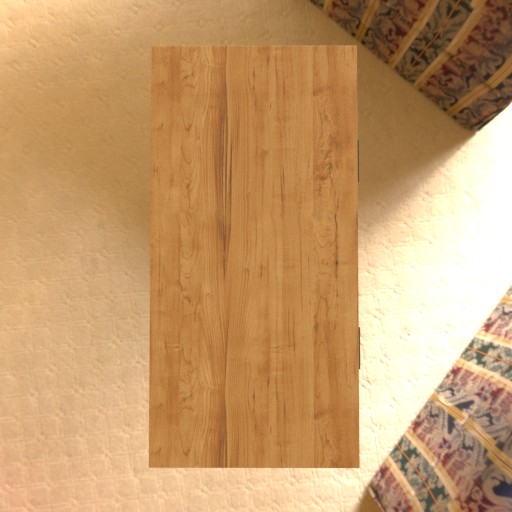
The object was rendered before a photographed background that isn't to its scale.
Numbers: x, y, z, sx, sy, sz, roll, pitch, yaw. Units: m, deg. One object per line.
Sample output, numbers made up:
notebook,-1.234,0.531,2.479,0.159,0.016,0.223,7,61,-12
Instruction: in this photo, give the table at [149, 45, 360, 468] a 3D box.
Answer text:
table,0.000,0.000,1.437,0.590,0.400,1.180,0,88,0
